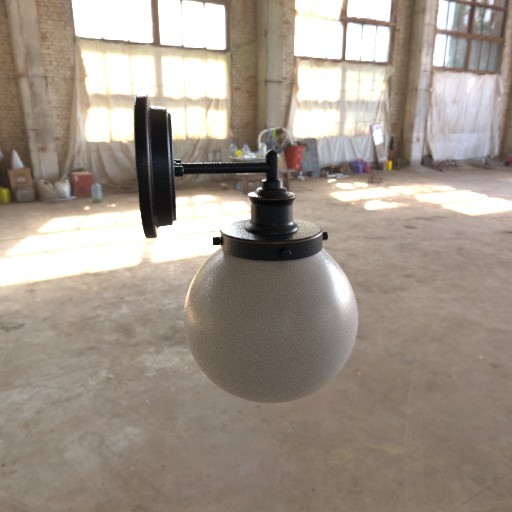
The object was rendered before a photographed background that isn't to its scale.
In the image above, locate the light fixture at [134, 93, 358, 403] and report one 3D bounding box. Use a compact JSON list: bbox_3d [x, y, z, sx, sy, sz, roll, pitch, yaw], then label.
[{"bbox_3d":[0.000,0.000,0.486,0.230,0.332,0.197,-3,17,-10],"label":"light fixture"}]
